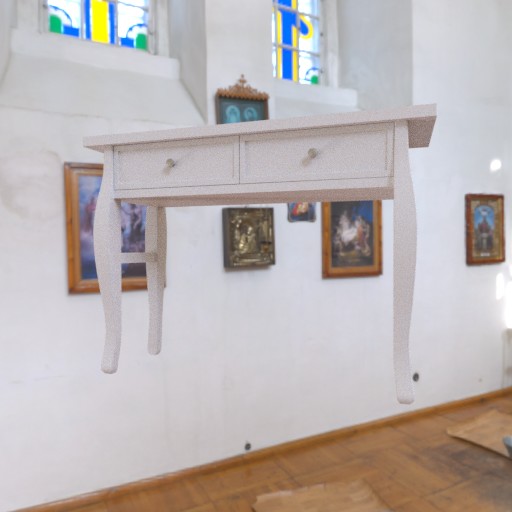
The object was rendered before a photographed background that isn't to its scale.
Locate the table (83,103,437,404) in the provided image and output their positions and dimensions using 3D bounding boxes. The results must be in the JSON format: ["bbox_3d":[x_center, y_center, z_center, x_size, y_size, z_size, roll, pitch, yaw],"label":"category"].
[{"bbox_3d":[0.000,0.000,1.440,1.062,0.768,0.373,0,1,18],"label":"table"}]
